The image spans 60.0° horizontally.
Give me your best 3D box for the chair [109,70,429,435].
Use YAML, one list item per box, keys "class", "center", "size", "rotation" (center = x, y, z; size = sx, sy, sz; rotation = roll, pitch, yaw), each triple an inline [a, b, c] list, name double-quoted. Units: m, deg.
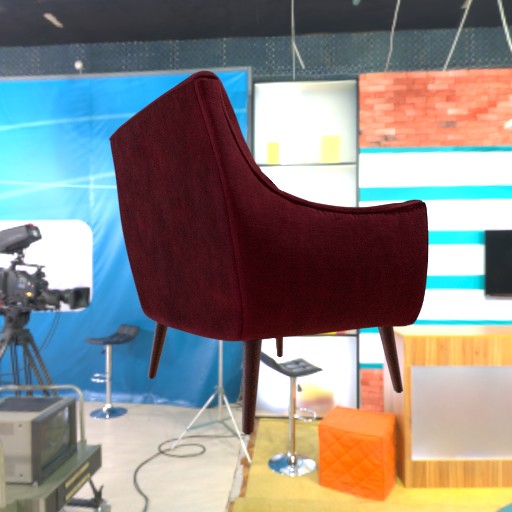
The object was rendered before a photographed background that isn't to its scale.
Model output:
- class: "chair"
  center: [0.000, 0.000, 1.419]
  size: [0.787, 0.838, 0.762]
  rotation: [0, -1, -35]
